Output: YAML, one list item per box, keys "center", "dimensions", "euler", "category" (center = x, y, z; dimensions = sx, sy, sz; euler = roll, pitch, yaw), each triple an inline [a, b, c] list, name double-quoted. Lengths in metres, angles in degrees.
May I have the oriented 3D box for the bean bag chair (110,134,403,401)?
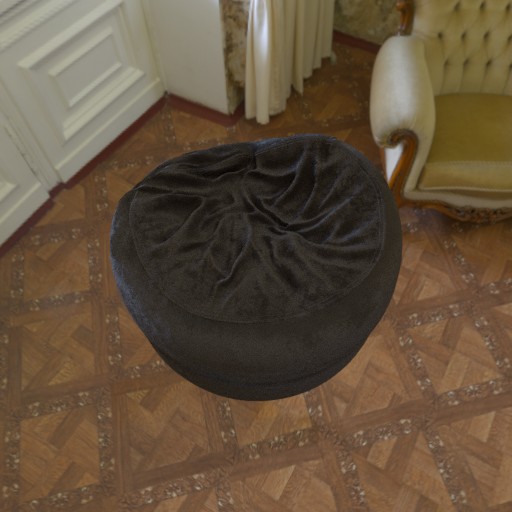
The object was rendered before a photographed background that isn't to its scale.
- center: [0.000, 0.000, 1.532]
  dimensions: [0.918, 0.605, 0.918]
  euler: [0, 58, 0]
  category: "bean bag chair"
